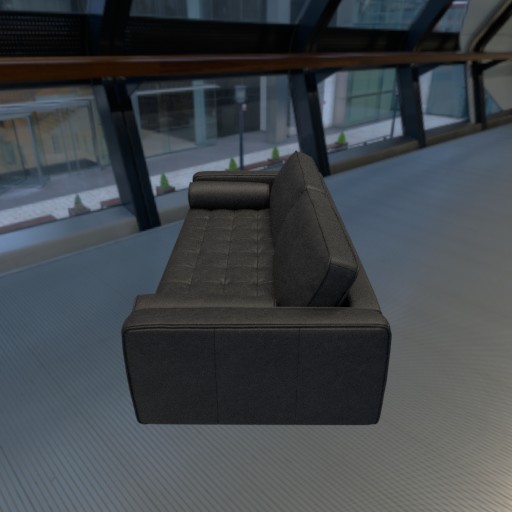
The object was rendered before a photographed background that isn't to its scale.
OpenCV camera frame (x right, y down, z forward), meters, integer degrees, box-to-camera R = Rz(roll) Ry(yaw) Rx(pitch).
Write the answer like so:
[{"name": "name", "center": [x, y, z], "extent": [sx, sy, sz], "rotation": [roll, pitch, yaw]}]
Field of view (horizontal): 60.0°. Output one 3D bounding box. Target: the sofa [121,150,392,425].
[{"name": "sofa", "center": [0.000, 0.000, 2.343], "extent": [0.921, 0.770, 1.879], "rotation": [0, 26, 0]}]
